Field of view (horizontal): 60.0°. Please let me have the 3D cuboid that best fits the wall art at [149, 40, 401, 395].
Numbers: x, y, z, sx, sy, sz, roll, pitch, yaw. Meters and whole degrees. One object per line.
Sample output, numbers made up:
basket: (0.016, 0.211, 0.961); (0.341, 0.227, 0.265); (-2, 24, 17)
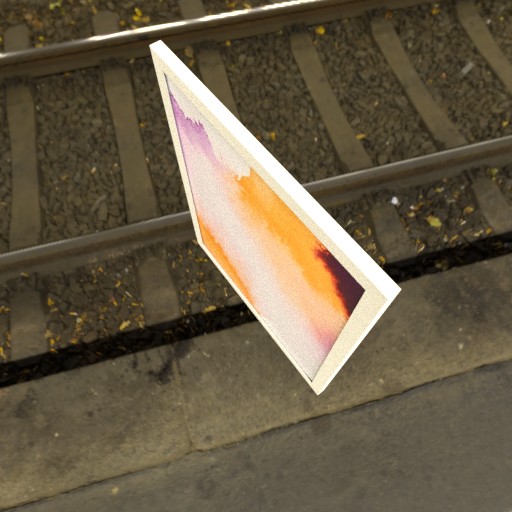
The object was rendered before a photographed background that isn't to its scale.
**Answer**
wall art: (0.000, 0.000, 1.114); (0.026, 0.811, 0.661); (-34, 68, -16)
